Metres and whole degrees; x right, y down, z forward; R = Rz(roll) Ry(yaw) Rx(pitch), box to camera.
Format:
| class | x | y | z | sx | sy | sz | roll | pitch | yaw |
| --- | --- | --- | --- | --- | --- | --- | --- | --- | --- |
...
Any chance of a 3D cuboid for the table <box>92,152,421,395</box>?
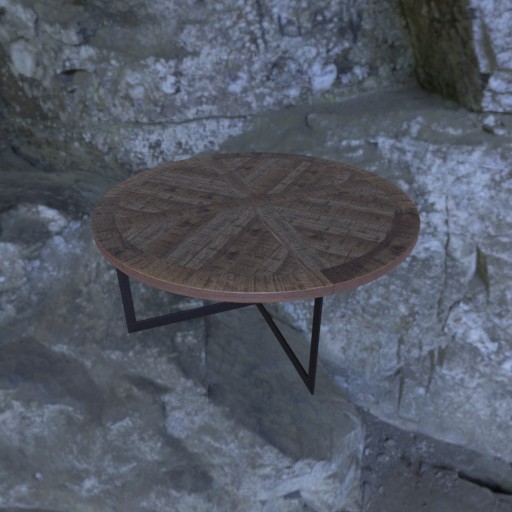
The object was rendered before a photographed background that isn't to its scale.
| class | x | y | z | sx | sy | sz | roll | pitch | yaw |
| --- | --- | --- | --- | --- | --- | --- | --- | --- | --- |
| table | 0.000 | 0.000 | 1.917 | 1.264 | 0.516 | 1.264 | 0 | 31 | 0 |
